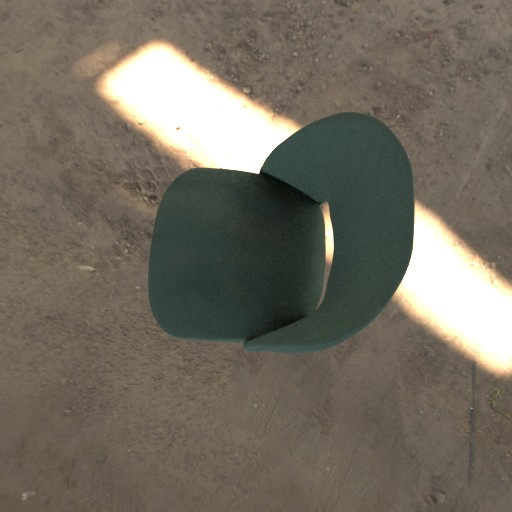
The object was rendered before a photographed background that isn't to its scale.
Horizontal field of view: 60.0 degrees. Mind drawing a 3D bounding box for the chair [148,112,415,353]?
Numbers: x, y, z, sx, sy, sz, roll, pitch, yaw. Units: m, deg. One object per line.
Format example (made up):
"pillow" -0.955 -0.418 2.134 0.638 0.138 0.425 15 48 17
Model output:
"chair" 0.000 0.000 1.216 0.577 0.860 0.527 5 75 1
